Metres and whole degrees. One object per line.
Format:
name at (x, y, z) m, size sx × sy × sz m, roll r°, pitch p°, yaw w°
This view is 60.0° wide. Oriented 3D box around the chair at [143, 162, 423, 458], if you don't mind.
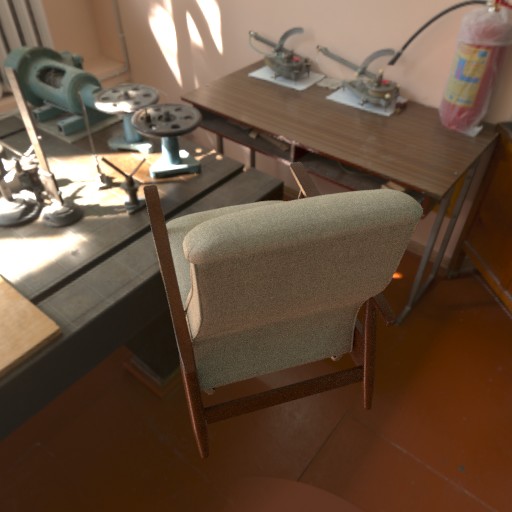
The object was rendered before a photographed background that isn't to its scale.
chair at (0.000, 0.000, 1.778) m, size 0.762 × 1.082 × 1.014 m, roll -11°, pitch 43°, yaw -12°
